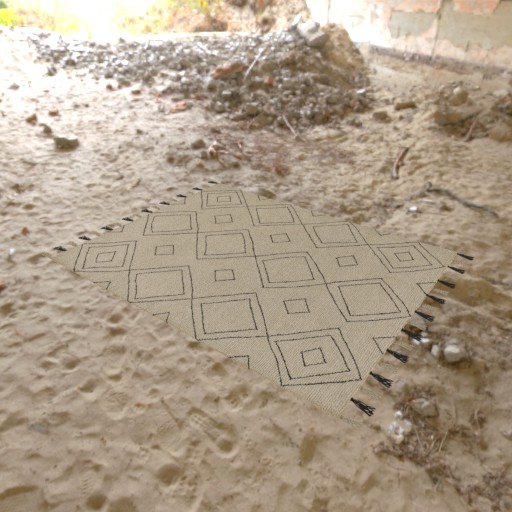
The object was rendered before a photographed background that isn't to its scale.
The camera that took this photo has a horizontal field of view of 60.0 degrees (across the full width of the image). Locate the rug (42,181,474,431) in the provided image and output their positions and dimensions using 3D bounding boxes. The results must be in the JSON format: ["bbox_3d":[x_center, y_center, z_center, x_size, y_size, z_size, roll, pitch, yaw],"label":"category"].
[{"bbox_3d":[0.000,0.000,4.067,3.221,0.026,2.342,21,36,31],"label":"rug"}]
